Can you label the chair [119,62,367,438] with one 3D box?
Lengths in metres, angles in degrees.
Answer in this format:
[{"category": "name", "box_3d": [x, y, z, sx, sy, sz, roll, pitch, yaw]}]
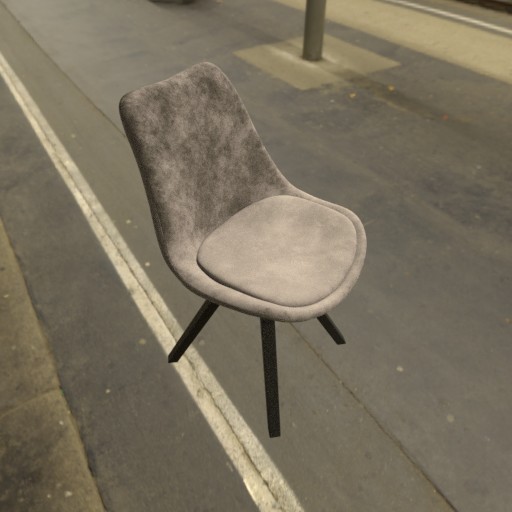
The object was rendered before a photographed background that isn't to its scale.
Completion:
[{"category": "chair", "box_3d": [0.000, 0.000, 1.201, 0.550, 0.850, 0.485, 26, 48, 26]}]
